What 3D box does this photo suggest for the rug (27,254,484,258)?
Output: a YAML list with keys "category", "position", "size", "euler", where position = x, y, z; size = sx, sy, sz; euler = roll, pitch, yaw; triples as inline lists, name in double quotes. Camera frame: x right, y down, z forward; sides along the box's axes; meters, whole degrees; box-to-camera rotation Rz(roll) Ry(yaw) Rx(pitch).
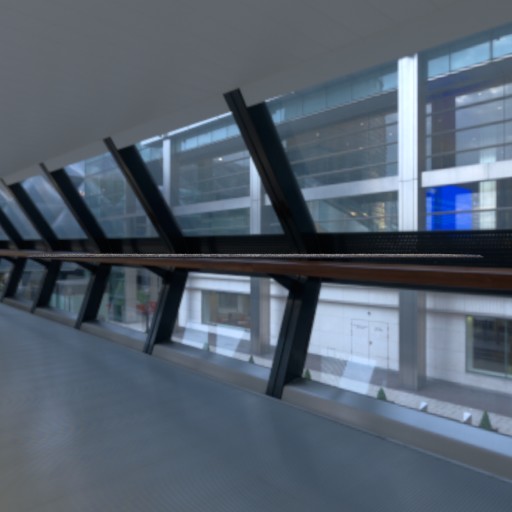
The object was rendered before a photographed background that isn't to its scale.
- category: "rug"
  position: [0.000, 0.000, 4.844]
  size: [3.612, 0.035, 2.716]
  euler: [0, 0, 0]
